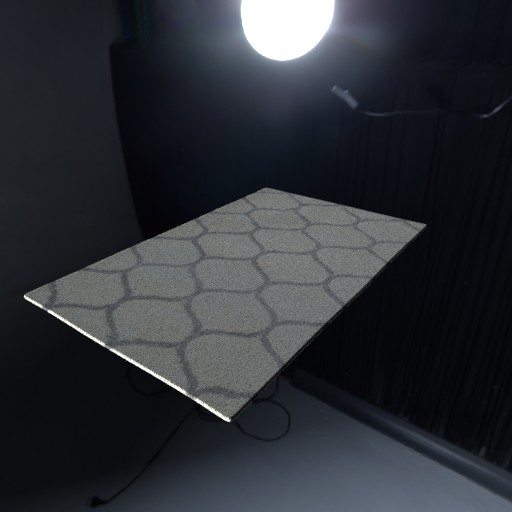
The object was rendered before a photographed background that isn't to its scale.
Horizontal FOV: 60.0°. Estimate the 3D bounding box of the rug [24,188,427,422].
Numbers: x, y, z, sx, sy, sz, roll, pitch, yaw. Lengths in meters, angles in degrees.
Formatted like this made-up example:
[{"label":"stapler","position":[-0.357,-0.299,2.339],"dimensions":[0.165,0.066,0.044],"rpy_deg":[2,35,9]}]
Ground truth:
[{"label":"rug","position":[0.000,0.000,2.913],"dimensions":[1.501,0.024,2.348],"rpy_deg":[19,32,32]}]
